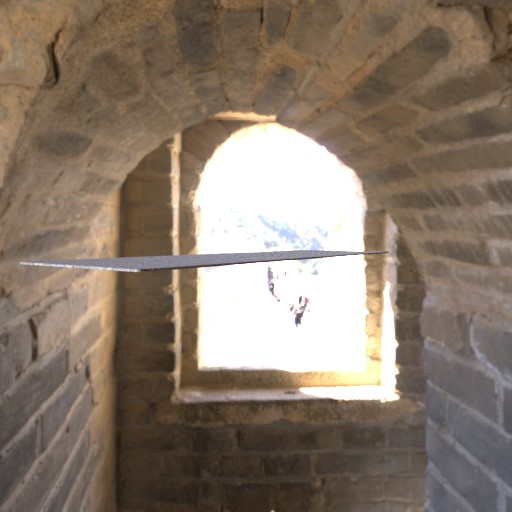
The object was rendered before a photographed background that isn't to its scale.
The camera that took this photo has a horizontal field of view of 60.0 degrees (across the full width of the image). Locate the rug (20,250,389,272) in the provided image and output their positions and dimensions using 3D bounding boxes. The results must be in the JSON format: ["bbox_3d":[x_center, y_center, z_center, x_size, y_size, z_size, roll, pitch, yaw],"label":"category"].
[{"bbox_3d":[0.000,0.000,2.681,0.807,0.013,2.436,2,3,36],"label":"rug"}]
